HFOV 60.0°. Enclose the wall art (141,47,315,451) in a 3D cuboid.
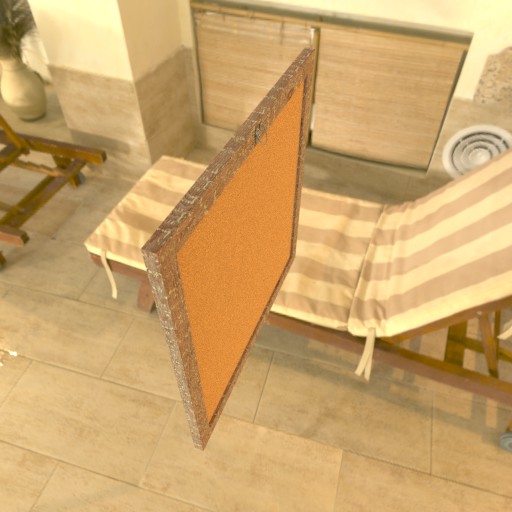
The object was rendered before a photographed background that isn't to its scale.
[{"bbox_3d":[0.000,0.000,0.571,0.022,0.380,0.380,17,49,15],"label":"wall art"}]
